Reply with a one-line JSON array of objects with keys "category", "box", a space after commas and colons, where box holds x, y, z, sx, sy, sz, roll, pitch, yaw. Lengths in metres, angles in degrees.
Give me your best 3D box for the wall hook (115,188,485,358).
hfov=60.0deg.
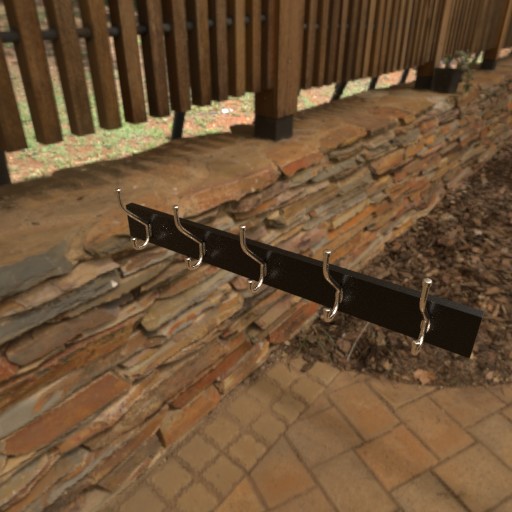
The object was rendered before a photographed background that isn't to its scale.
[{"category": "wall hook", "box": [0.000, 0.000, 0.612, 0.571, 0.117, 0.071, 18, 34, 29]}]
